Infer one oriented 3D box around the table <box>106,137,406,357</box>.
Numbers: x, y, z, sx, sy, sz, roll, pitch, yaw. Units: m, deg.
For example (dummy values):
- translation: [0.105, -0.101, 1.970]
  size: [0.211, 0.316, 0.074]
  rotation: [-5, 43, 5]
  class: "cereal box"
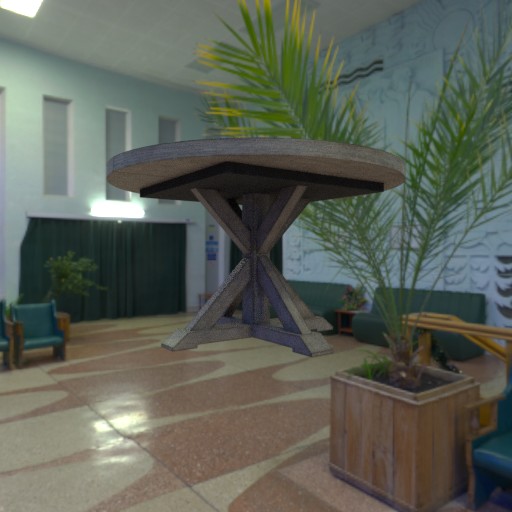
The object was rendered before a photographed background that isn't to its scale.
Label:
- translation: [0.000, 0.000, 2.126]
  size: [1.363, 0.781, 1.363]
  rotation: [0, 0, 0]
  class: "table"
